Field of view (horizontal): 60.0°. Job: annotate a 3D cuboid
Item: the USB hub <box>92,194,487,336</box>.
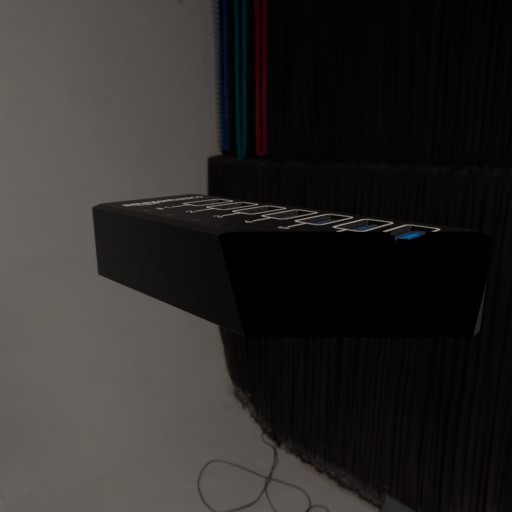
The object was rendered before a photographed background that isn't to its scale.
[{"bbox_3d":[0.000,0.000,0.124,0.110,0.023,0.044,14,20,42],"label":"USB hub"}]
